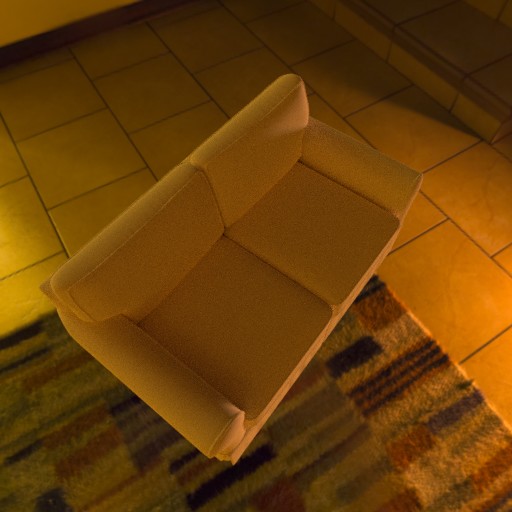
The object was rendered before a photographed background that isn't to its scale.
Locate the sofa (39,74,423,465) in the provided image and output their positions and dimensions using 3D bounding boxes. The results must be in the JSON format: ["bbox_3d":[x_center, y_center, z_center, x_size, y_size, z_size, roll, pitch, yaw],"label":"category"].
[{"bbox_3d":[0.000,0.000,2.253,0.991,0.940,1.727,33,64,19],"label":"sofa"}]
